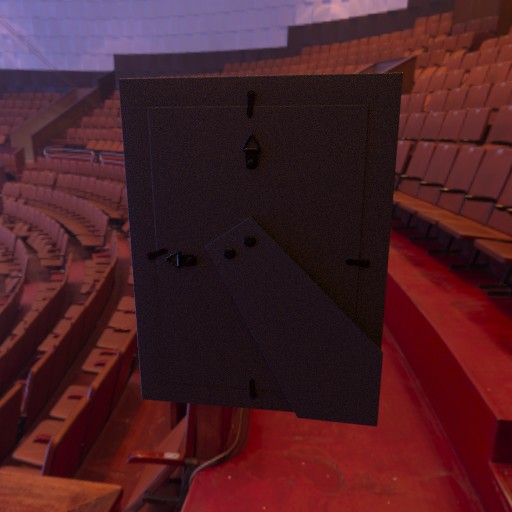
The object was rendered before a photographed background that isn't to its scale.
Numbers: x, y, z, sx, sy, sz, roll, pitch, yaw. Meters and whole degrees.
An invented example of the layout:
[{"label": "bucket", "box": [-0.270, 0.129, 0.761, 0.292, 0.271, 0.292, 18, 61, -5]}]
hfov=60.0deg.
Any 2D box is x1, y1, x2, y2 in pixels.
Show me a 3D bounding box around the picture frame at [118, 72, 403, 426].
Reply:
[{"label": "picture frame", "box": [0.000, 0.000, 0.275, 0.157, 0.208, 0.028, 2, 15, 8]}]
